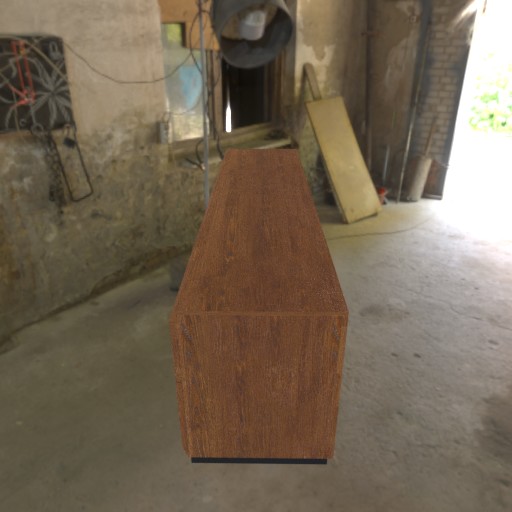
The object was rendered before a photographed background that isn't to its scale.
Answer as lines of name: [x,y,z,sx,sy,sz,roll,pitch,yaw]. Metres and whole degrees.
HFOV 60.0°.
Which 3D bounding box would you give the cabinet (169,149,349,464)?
cabinet: [0.000,0.000,1.782,0.419,0.510,1.600,0,26,1]
